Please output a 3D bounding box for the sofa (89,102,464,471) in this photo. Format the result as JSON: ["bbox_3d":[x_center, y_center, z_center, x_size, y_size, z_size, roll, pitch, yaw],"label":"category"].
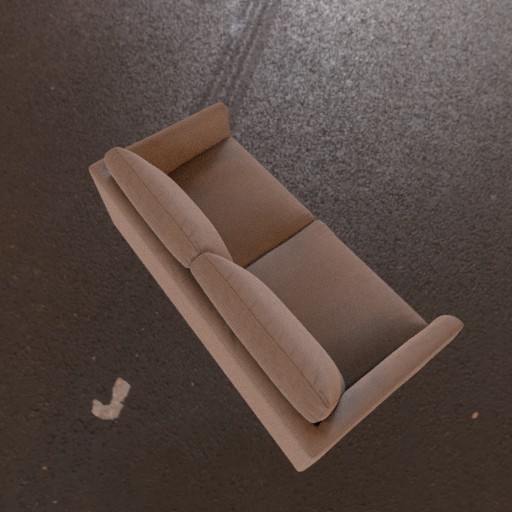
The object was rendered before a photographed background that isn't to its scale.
[{"bbox_3d":[0.000,0.000,2.814,1.090,0.838,2.588,-33,64,-19],"label":"sofa"}]
